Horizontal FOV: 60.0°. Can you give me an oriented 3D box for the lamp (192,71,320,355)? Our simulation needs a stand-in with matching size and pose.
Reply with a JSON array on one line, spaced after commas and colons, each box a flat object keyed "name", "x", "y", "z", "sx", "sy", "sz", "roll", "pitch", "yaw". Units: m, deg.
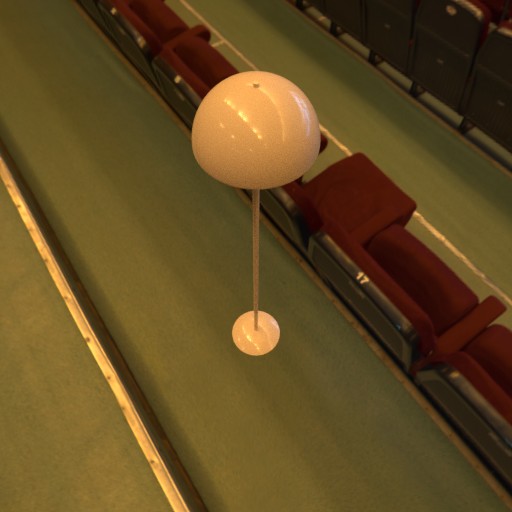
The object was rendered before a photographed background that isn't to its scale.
[{"name": "lamp", "x": 0.000, "y": 0.000, "z": 1.621, "sx": 0.328, "sy": 1.480, "sz": 0.328, "roll": -31, "pitch": 63, "yaw": -18}]
